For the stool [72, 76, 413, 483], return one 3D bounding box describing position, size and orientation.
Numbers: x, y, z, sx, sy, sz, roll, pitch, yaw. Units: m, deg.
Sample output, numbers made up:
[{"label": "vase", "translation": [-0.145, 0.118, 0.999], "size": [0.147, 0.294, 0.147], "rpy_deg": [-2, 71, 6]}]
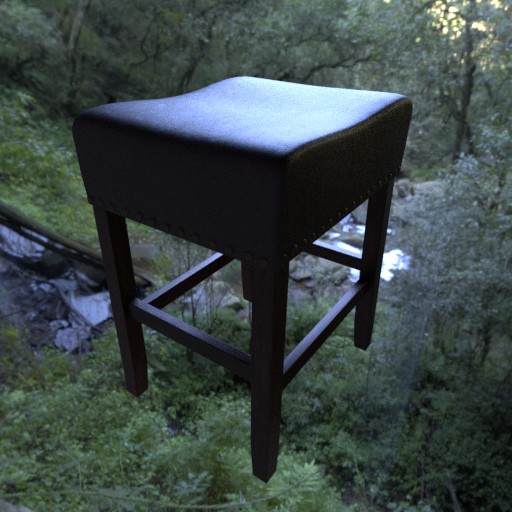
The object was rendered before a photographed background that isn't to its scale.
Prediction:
[{"label": "stool", "translation": [0.000, 0.000, 0.898], "size": [0.397, 0.608, 0.465], "rpy_deg": [20, 36, 30]}]
